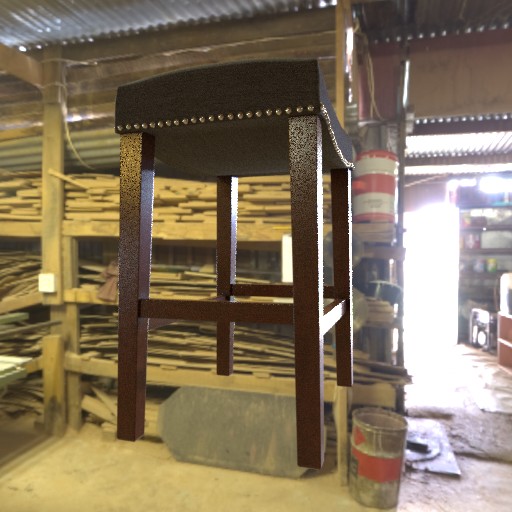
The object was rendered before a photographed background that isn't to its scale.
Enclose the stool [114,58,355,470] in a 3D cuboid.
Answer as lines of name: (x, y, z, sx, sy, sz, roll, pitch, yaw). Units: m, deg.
stool: (0.000, 0.000, 0.957, 0.372, 0.654, 0.504, 0, 0, 18)
